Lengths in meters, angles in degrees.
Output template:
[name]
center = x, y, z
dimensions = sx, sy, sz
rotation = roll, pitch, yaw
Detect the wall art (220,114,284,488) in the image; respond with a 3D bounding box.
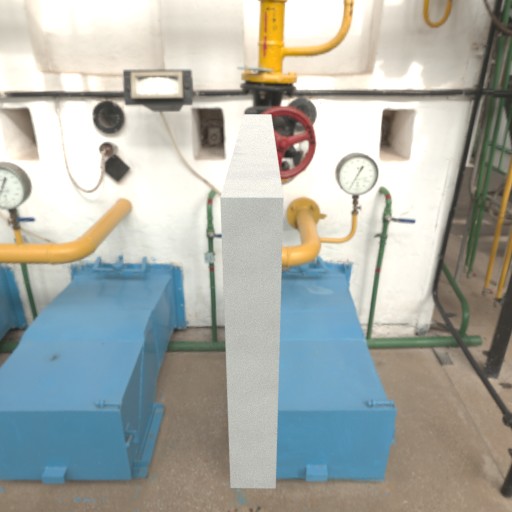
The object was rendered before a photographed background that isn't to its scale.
[wall art]
center = 0.000, 0.000, 0.492
dimensions = 0.038, 0.254, 0.381
rotation = 0, 25, 1
